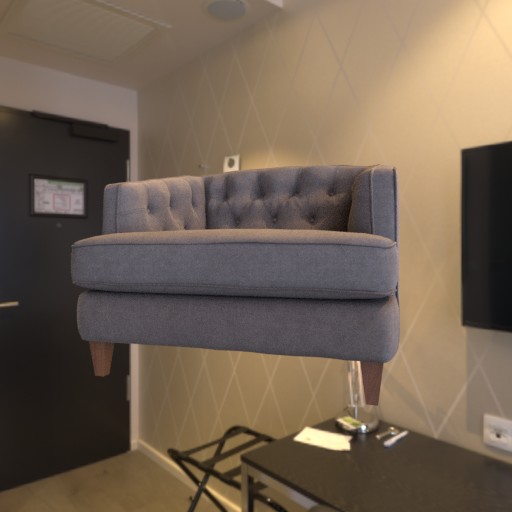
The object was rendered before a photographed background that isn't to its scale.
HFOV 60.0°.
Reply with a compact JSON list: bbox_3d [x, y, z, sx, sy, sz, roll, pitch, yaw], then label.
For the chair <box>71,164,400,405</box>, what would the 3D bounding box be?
[{"bbox_3d":[0.000,0.000,1.780,1.104,0.852,0.941,0,1,18],"label":"chair"}]
